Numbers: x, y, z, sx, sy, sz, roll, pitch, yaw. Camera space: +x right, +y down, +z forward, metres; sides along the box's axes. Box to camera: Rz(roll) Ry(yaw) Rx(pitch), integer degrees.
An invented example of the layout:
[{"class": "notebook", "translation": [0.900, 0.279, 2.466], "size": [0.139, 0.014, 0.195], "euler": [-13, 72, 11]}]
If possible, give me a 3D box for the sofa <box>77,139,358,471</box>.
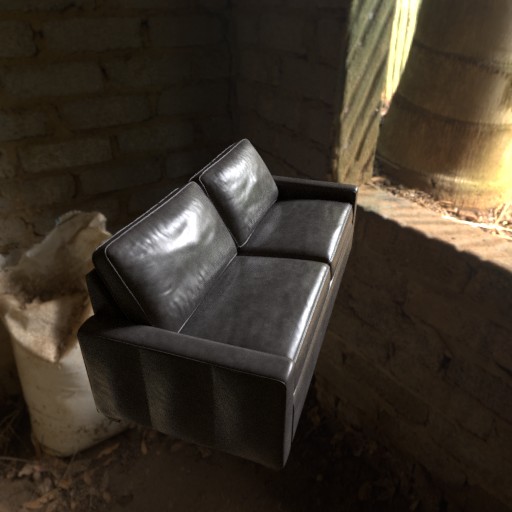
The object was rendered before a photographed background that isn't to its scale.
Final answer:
[{"class": "sofa", "translation": [0.000, 0.000, 2.639], "size": [0.939, 0.916, 2.081], "euler": [10, 32, 16]}]
